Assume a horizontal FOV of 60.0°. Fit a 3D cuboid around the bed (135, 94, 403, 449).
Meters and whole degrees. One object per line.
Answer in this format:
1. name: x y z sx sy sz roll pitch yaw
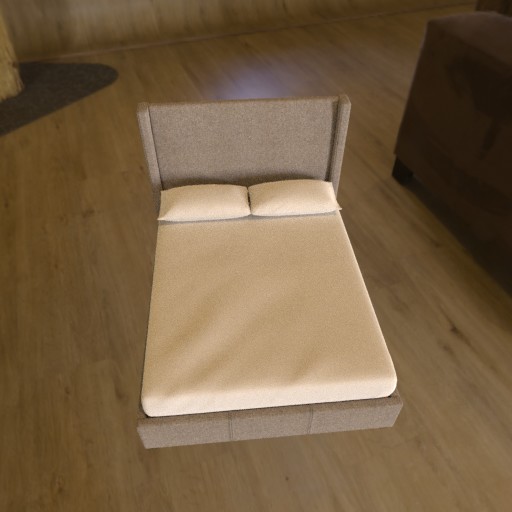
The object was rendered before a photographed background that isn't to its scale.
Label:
1. bed: 0.000 0.000 3.362 1.714 1.476 2.245 -4 45 -4
